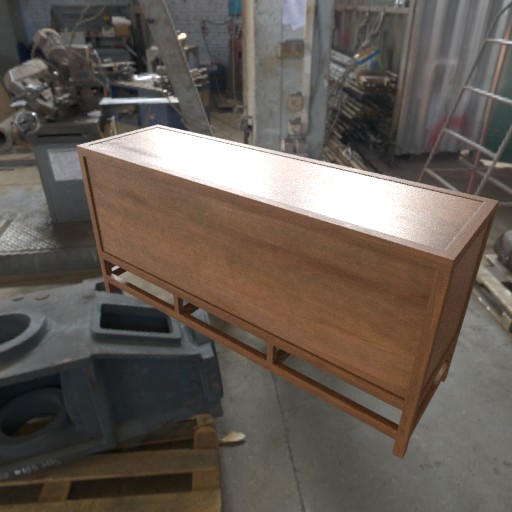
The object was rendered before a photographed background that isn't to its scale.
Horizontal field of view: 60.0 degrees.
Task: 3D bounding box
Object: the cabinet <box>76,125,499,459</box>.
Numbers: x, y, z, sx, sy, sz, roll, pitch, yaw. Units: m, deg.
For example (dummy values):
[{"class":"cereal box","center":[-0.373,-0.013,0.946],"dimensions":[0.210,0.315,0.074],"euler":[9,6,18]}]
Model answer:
[{"class":"cabinet","center":[0.000,0.000,1.991],"dimensions":[1.708,0.820,0.522],"euler":[21,36,32]}]
